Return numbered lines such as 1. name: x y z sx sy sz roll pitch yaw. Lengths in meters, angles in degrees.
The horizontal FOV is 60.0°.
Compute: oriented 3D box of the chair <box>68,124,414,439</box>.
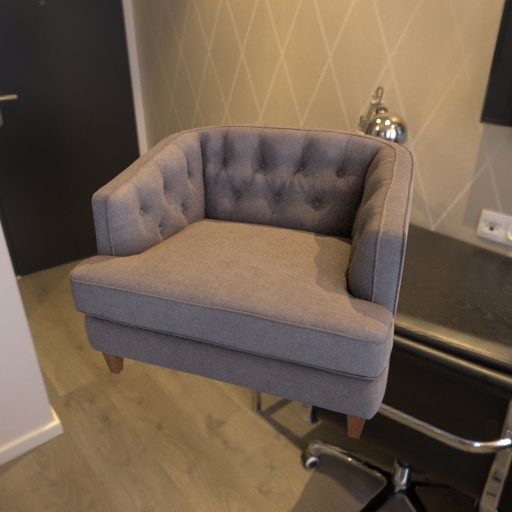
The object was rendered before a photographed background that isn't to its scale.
1. chair: 0.000 0.000 1.746 1.104 0.852 0.941 9 28 17
